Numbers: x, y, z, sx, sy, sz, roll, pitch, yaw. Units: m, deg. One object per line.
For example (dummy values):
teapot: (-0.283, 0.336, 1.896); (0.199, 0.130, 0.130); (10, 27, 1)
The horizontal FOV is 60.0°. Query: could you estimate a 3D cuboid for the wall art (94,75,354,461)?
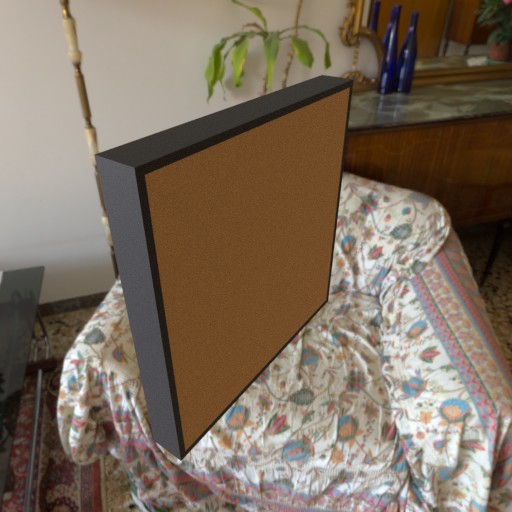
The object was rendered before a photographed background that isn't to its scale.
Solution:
wall art: (0.000, 0.000, 0.463); (0.038, 0.304, 0.304); (22, 39, 29)
